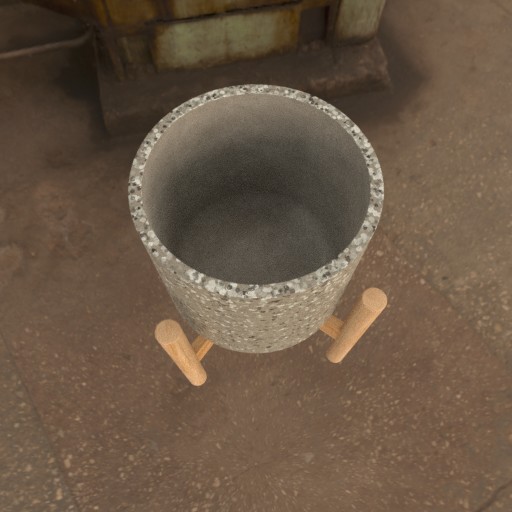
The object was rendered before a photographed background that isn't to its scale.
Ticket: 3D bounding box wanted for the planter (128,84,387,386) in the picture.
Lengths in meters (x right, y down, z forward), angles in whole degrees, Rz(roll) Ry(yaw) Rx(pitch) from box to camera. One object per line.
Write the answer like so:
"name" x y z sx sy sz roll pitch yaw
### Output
"planter" 0.000 0.000 0.532 0.284 0.320 0.284 -29 68 -13
